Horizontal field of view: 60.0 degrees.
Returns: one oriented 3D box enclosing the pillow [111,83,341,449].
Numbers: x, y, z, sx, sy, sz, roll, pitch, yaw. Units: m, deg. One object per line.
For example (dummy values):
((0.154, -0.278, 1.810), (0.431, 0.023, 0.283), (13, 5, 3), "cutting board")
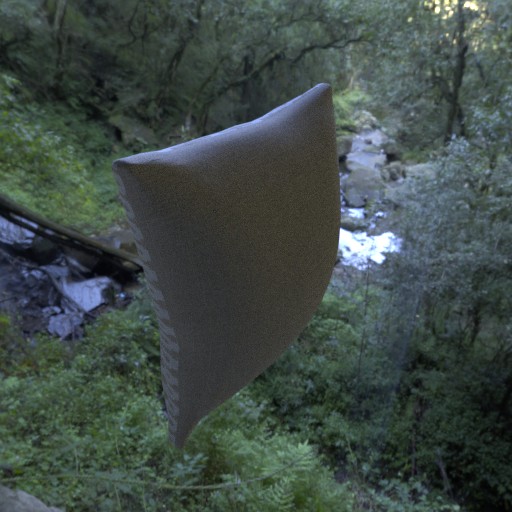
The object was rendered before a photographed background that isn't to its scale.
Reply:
((0.000, 0.000, 0.772), (0.219, 0.491, 0.496), (20, 38, 28), "pillow")
